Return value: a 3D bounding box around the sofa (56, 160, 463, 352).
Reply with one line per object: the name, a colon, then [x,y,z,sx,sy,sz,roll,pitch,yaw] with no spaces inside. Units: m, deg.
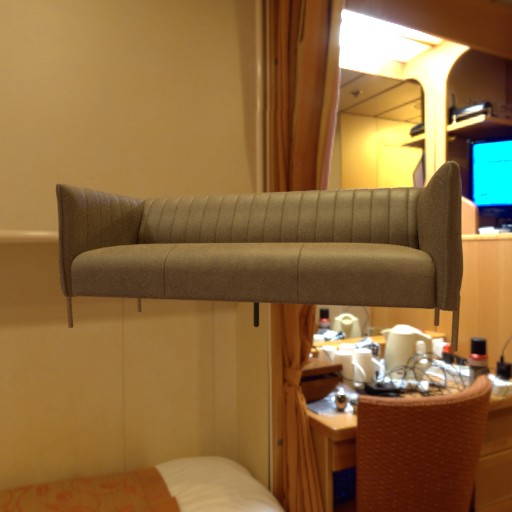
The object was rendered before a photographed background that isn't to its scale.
sofa: [0.000,0.000,2.411,1.980,0.779,0.876,0,1,17]
